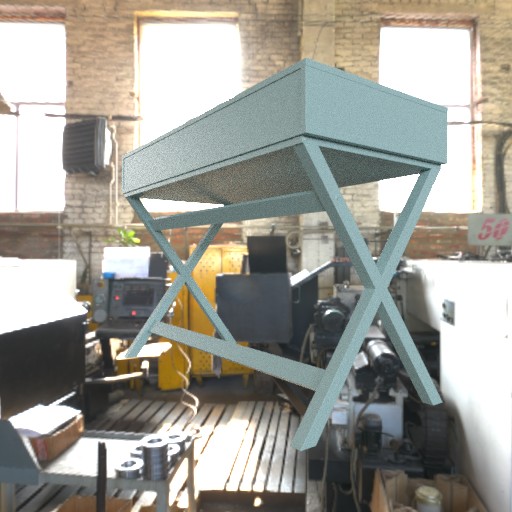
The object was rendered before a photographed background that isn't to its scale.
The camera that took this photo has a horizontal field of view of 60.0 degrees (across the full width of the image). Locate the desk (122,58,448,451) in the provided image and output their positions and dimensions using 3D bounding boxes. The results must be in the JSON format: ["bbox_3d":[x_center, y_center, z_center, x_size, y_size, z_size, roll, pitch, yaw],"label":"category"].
[{"bbox_3d":[0.000,0.000,1.453,0.525,0.780,1.057,0,0,-36],"label":"desk"}]
